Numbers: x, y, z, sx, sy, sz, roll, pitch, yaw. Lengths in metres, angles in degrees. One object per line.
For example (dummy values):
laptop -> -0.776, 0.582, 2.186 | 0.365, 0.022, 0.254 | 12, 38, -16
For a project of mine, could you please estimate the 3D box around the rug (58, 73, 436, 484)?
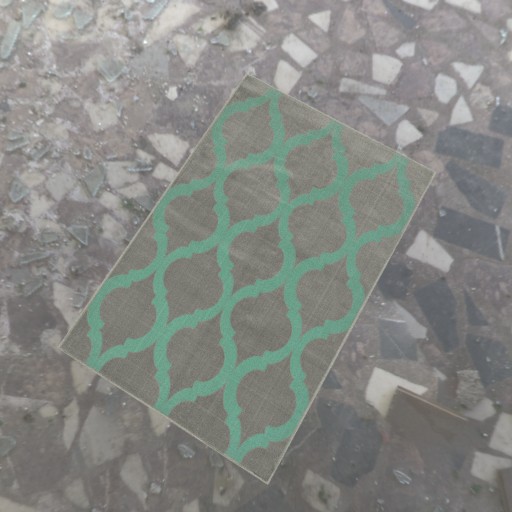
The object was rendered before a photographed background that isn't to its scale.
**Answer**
rug -> 0.000, 0.000, 2.907 | 1.524, 0.006, 2.286 | 30, 78, 7
